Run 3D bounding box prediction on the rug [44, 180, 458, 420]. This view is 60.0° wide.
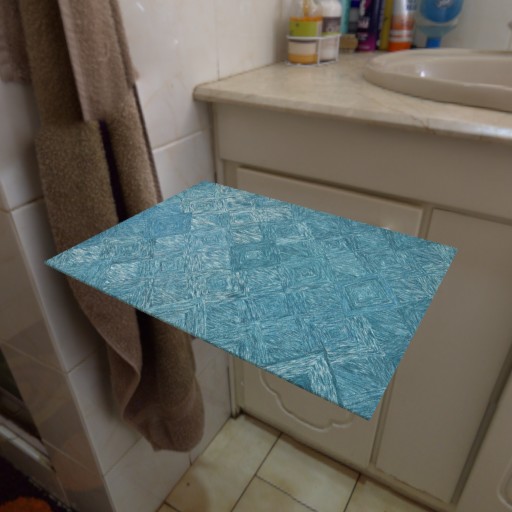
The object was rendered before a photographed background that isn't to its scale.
[{"bbox_3d":[0.000,0.000,4.290,3.217,0.027,2.405,19,37,28],"label":"rug"}]
